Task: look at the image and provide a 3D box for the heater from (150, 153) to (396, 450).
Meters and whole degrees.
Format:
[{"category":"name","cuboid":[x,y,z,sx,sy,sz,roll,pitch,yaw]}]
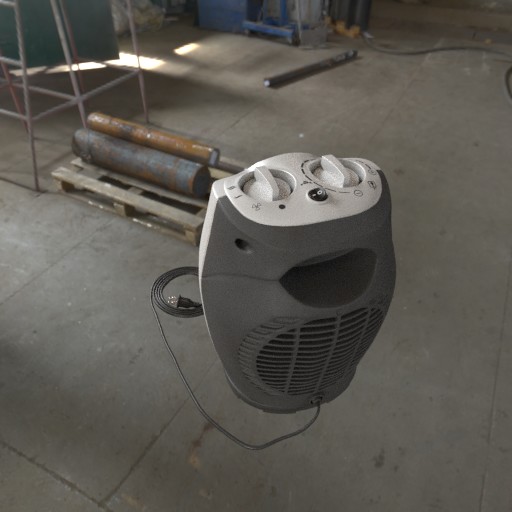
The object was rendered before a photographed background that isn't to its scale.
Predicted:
[{"category":"heater","cuboid":[0.000,0.000,0.476,0.239,0.255,0.291,-12,42,-14]}]
